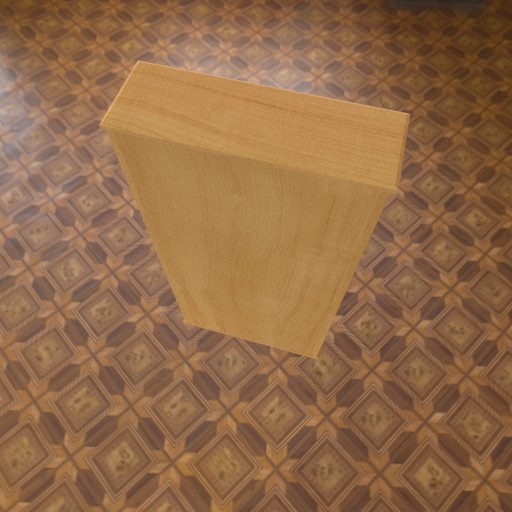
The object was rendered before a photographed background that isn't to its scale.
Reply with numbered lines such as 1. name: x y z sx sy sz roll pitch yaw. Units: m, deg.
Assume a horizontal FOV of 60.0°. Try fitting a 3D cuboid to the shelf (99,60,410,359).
1. shelf: 0.000 0.000 1.231 0.520 1.030 0.175 14 63 7
